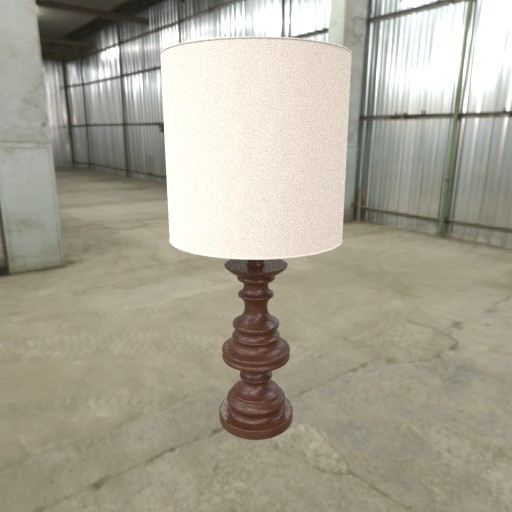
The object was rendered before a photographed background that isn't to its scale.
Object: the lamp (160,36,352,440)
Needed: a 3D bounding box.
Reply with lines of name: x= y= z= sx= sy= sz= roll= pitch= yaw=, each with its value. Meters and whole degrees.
lamp: x=0.000 y=0.000 z=0.549 sx=0.208 sy=0.455 sz=0.208 roll=-3 pitch=15 yaw=-10
